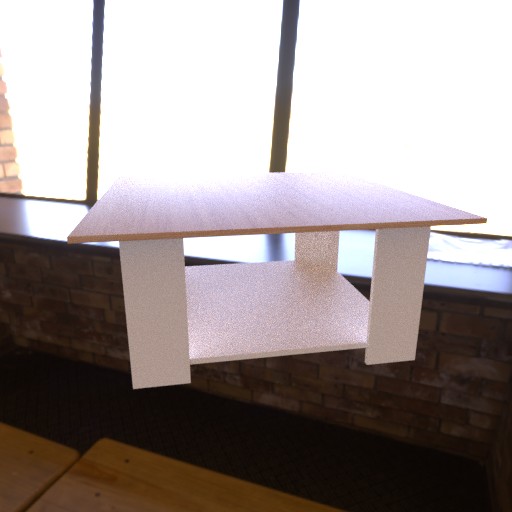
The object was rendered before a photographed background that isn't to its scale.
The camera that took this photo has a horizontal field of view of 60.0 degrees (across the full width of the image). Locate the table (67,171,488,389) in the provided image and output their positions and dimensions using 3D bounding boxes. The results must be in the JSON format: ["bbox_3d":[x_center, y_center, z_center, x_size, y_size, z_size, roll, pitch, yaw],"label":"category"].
[{"bbox_3d":[0.000,0.000,1.047,0.670,0.305,0.670,-3,18,-10],"label":"table"}]
